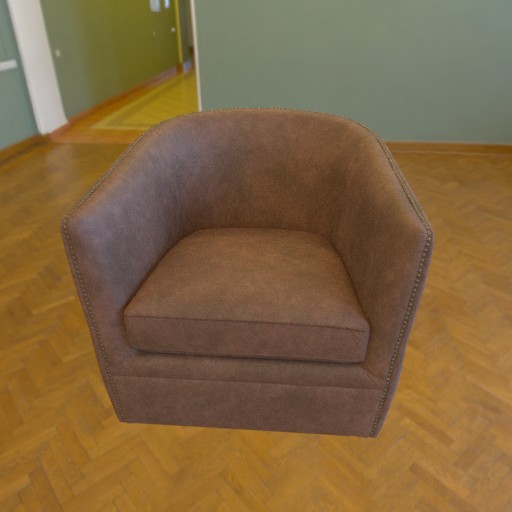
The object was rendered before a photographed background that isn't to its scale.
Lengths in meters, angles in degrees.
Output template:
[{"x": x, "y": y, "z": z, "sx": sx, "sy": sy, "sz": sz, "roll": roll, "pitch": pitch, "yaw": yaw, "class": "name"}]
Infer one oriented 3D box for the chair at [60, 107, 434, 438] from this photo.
[{"x": 0.000, "y": 0.000, "z": 1.475, "sx": 0.850, "sy": 0.790, "sz": 0.870, "roll": 2, "pitch": 30, "yaw": 4, "class": "chair"}]
